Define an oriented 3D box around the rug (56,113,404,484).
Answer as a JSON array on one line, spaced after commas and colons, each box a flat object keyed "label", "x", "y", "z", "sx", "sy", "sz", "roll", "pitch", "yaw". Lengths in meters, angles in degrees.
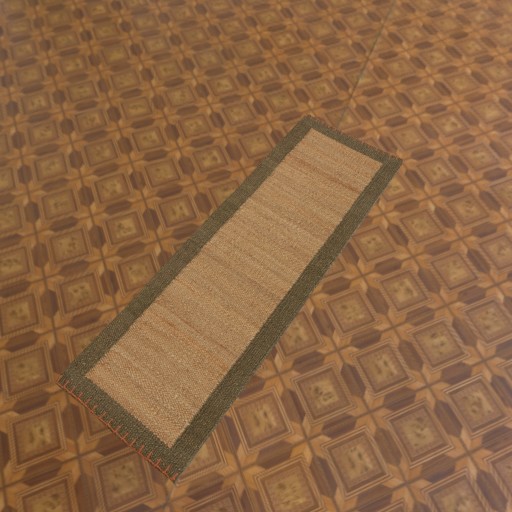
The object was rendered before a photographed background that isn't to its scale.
[{"label": "rug", "x": 0.000, "y": 0.000, "z": 2.639, "sx": 0.810, "sy": 0.016, "sz": 2.413, "roll": 32, "pitch": 64, "yaw": 17}]
